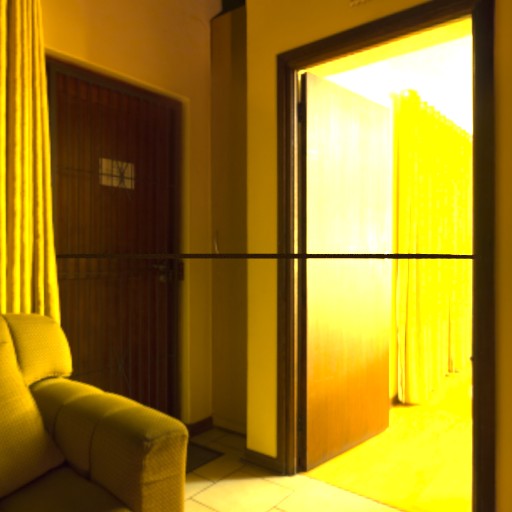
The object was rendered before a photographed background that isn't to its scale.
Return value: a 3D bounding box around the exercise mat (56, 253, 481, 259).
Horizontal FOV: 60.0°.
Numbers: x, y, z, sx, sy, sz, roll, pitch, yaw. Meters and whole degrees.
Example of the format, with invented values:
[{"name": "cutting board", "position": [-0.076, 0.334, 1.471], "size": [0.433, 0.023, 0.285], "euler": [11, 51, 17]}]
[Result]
[{"name": "exercise mat", "position": [0.000, 0.000, 2.123], "size": [1.869, 0.021, 0.616], "euler": [0, 0, 18]}]
